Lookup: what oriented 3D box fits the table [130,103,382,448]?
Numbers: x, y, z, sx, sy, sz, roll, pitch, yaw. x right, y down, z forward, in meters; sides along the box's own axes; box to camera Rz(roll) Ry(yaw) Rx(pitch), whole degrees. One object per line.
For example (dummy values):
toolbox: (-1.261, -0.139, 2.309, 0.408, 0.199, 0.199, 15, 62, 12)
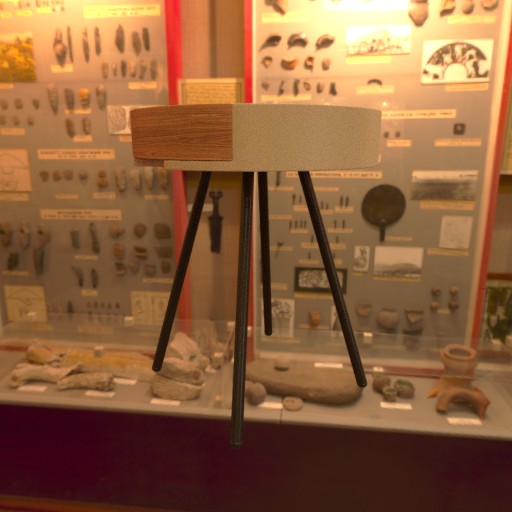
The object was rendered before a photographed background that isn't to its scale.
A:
table: (0.000, 0.000, 0.855, 0.450, 0.525, 0.450, 0, 14, 0)
